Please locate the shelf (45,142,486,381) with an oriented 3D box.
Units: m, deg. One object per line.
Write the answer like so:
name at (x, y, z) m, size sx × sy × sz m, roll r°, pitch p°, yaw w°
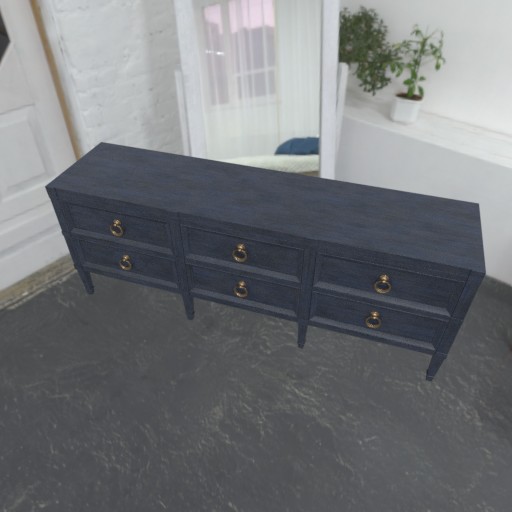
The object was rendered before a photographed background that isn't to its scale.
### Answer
shelf at (0.000, 0.000, 2.203) m, size 1.878 × 0.715 × 0.471 m, roll 12°, pitch 42°, yaw 13°
